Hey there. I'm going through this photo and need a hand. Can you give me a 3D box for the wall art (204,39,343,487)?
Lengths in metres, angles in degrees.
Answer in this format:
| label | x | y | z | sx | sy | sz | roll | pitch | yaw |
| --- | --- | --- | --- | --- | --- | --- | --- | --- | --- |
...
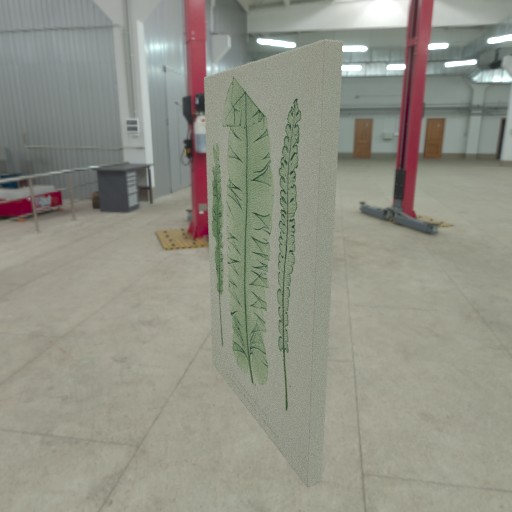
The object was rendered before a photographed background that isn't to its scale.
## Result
| label | x | y | z | sx | sy | sz | roll | pitch | yaw |
| --- | --- | --- | --- | --- | --- | --- | --- | --- | --- |
| wall art | 0.000 | 0.000 | 1.139 | 0.038 | 0.914 | 0.610 | -7 | 17 | -25 |
